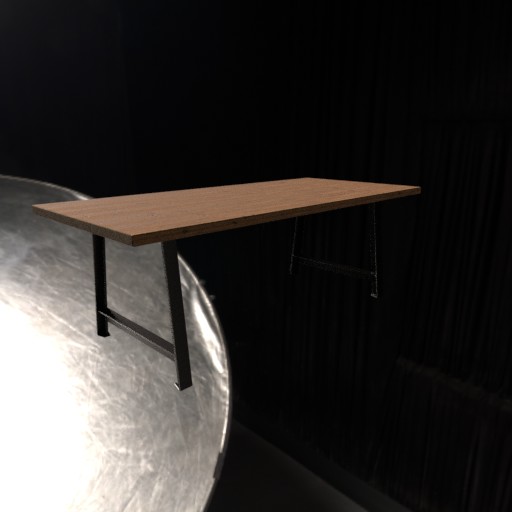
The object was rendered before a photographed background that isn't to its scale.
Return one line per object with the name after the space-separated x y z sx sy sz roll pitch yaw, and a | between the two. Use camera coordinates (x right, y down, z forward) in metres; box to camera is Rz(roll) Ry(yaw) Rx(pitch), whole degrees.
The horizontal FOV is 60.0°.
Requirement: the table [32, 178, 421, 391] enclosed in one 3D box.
0.000 0.000 2.737 2.200 0.757 1.000 -14 21 -43 | table
